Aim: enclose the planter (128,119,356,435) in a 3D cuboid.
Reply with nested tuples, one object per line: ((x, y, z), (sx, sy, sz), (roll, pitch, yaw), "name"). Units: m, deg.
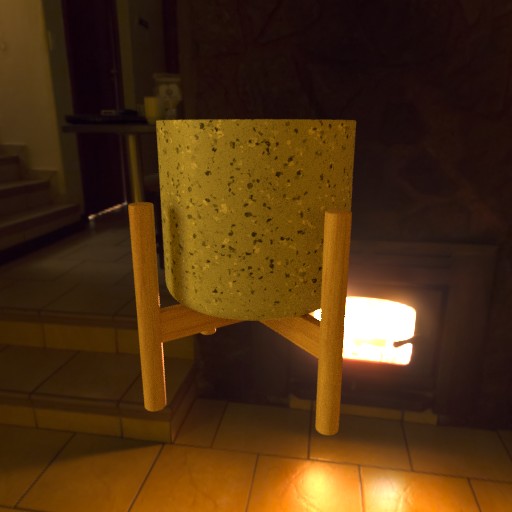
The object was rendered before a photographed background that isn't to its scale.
((0.000, 0.000, 0.549), (0.284, 0.320, 0.284), (-3, 17, -10), "planter")
